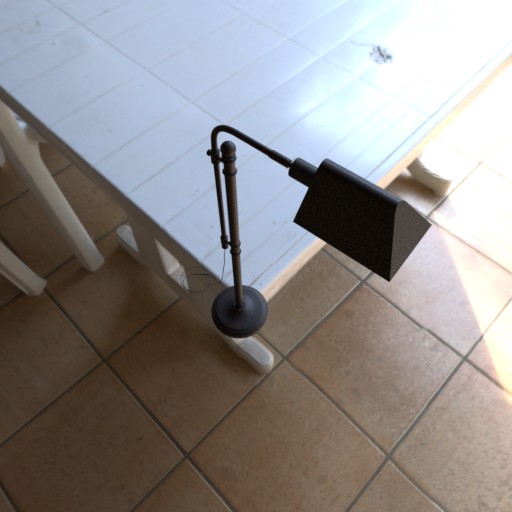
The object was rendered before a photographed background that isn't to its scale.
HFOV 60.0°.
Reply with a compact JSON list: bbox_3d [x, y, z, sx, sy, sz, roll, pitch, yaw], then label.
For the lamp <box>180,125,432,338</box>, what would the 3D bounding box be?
[{"bbox_3d":[0.000,0.000,0.932,0.545,0.708,0.159,34,64,20],"label":"lamp"}]
